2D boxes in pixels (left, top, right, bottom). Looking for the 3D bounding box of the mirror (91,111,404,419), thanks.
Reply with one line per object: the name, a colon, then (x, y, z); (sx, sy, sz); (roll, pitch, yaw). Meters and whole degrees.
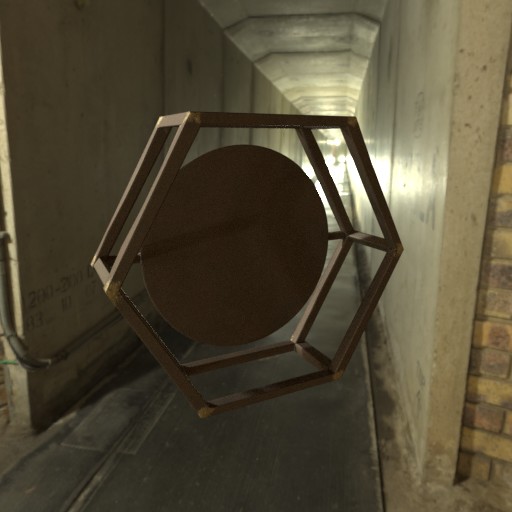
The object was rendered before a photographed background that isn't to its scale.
mirror: (0.000, 0.000, 0.556); (0.380, 0.334, 0.119); (-7, 16, -26)
